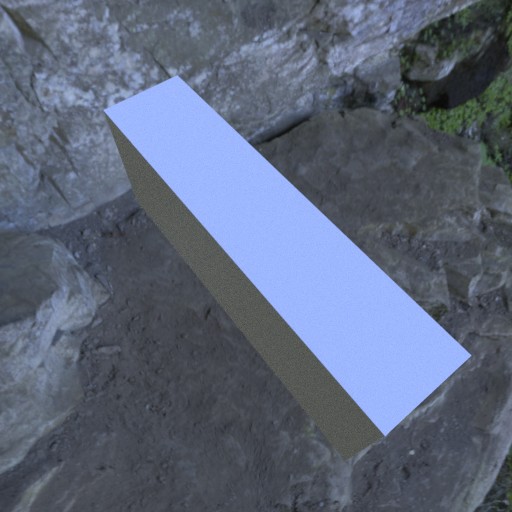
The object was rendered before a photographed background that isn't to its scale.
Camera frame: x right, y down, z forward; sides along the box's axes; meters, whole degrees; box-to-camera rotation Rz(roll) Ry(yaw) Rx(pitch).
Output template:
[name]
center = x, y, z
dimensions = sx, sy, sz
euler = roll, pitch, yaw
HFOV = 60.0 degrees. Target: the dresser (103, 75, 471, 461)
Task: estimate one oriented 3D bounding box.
[dresser]
center = 0.000, 0.000, 2.520
dimensions = 0.500, 0.840, 2.200
euler = -34, 65, -18
